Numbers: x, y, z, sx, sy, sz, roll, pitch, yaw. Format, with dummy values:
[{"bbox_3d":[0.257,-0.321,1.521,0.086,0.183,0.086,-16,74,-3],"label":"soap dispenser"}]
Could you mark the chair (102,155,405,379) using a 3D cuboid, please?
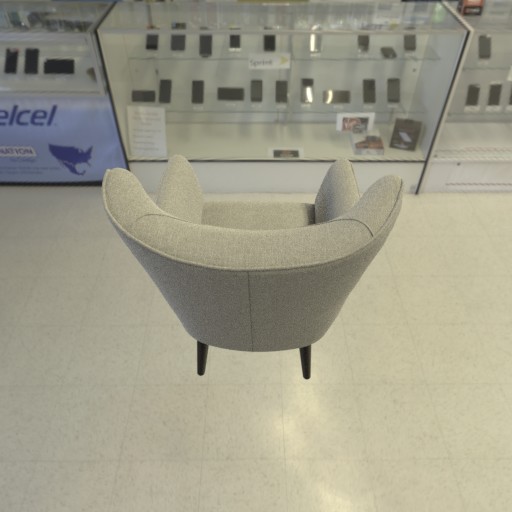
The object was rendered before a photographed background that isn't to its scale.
[{"bbox_3d":[0.000,0.000,1.589,0.781,0.933,0.888,2,45,2],"label":"chair"}]
